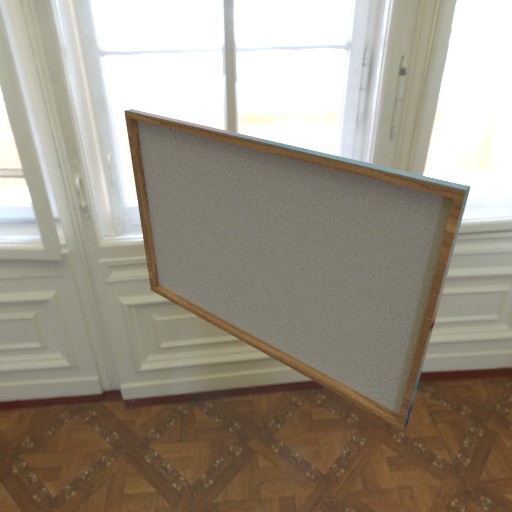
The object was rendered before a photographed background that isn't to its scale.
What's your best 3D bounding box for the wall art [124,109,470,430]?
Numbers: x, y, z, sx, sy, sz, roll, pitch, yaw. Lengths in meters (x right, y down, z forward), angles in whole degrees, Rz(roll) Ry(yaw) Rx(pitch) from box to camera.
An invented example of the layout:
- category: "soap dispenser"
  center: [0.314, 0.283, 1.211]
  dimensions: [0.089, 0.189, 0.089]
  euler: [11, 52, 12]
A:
- category: "wall art"
  center: [0.000, 0.000, 1.425]
  dimensions: [1.137, 0.756, 0.034]
  euler: [22, 38, 32]
